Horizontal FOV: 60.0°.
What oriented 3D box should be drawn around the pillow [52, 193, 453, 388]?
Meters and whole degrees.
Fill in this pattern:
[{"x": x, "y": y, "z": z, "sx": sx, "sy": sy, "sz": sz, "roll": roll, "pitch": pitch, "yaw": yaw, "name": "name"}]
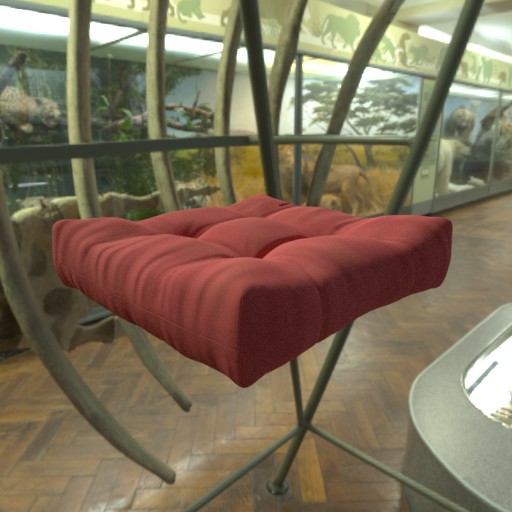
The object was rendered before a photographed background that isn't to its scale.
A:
[{"x": 0.000, "y": 0.000, "z": 0.725, "sx": 0.468, "sy": 0.128, "sz": 0.490, "roll": 15, "pitch": 22, "yaw": 43, "name": "pillow"}]
